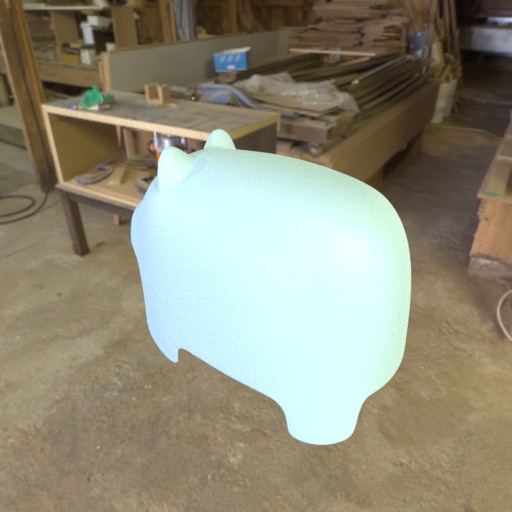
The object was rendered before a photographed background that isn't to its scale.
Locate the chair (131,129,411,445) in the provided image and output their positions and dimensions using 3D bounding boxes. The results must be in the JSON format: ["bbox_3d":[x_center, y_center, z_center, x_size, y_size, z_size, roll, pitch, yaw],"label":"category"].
[{"bbox_3d":[0.000,0.000,0.877,0.619,0.423,0.364,20,37,29],"label":"chair"}]
